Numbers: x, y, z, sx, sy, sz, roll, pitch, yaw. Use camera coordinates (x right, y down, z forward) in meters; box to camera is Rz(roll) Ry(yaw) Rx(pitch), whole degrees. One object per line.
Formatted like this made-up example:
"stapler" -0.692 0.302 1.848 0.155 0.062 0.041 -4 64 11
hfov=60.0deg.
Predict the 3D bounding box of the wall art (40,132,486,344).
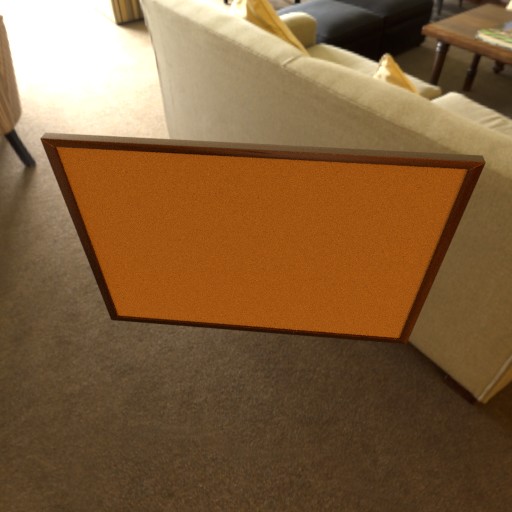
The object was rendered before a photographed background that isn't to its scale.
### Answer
"wall art" 0.000 0.000 0.539 0.431 0.304 0.012 4 46 4
